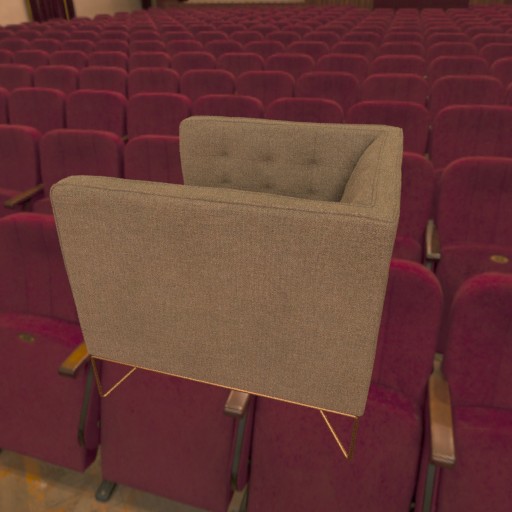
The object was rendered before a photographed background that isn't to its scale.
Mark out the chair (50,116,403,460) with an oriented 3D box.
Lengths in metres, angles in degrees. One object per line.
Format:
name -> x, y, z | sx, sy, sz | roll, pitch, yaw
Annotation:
chair -> 0.000, 0.000, 1.613 | 0.912, 0.799, 0.920 | 8, 30, 15
